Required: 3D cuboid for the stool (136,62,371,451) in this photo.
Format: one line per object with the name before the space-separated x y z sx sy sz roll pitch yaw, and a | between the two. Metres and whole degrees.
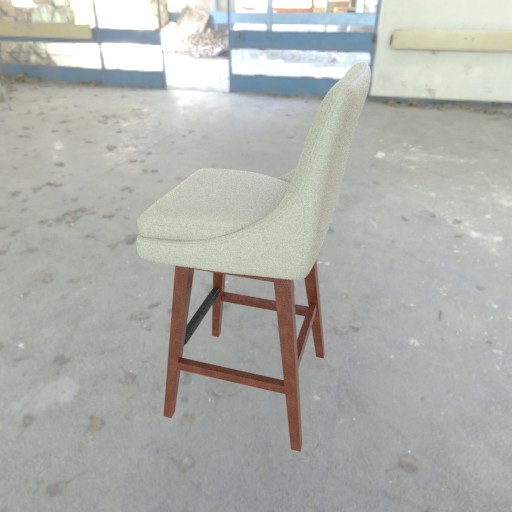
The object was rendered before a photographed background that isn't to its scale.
stool | 0.000 0.000 1.374 0.559 1.092 0.470 9 31 15
